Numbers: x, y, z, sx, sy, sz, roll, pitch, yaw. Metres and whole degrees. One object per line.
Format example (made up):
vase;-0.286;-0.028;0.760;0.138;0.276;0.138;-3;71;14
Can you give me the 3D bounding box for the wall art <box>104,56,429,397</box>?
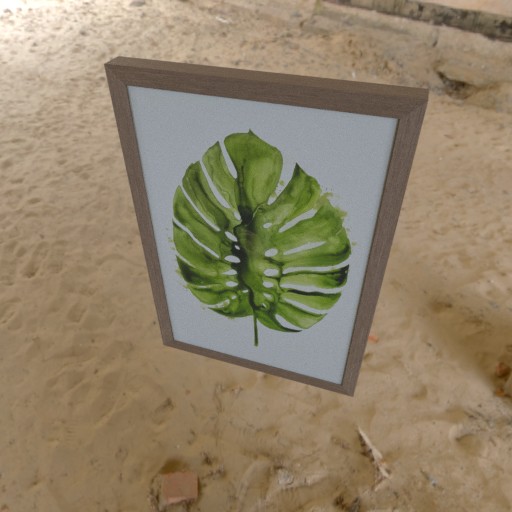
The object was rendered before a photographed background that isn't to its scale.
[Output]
wall art;0.000;0.000;0.643;0.358;0.510;0.032;12;42;14
